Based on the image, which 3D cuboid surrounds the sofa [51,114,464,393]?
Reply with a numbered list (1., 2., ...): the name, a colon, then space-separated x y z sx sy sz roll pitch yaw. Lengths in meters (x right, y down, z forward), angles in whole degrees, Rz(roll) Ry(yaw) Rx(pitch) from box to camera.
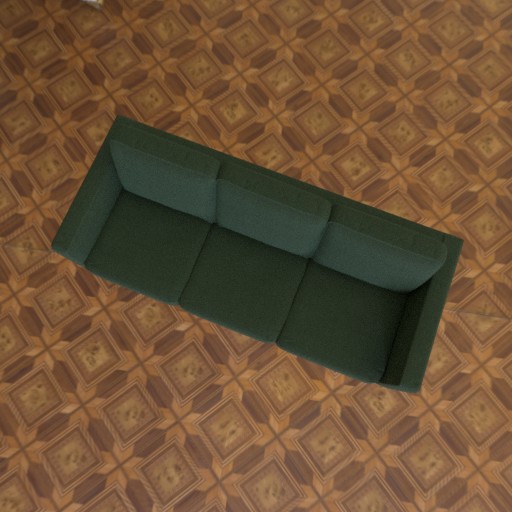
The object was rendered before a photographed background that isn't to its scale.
1. sofa: 0.000 0.000 2.551 2.029 0.899 0.879 21 78 5
